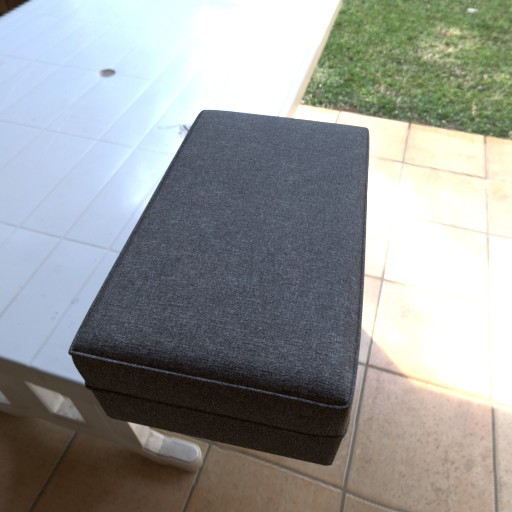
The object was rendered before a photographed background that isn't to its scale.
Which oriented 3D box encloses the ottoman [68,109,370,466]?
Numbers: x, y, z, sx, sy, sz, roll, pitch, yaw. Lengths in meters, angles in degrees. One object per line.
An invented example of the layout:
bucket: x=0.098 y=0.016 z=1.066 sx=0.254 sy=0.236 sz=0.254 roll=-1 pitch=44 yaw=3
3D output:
ottoman: x=0.000 y=0.000 z=1.537 sx=0.717 sy=0.487 sz=1.184 roll=9 pitch=49 yaw=8
